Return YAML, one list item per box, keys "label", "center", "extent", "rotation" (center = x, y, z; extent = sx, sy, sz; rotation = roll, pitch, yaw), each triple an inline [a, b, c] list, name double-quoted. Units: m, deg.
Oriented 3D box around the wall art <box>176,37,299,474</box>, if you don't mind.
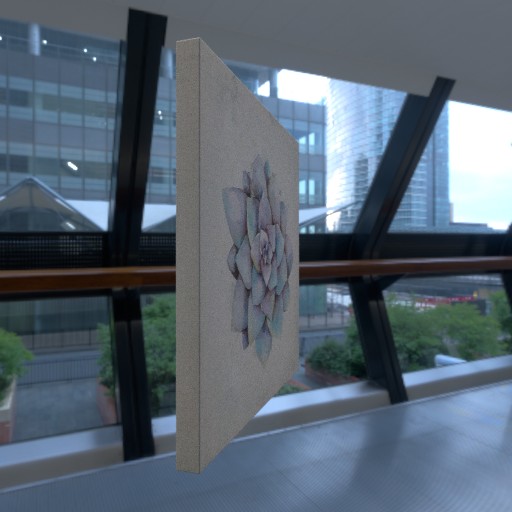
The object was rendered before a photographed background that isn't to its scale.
- label: "wall art"
  center: [0.000, 0.000, 0.915]
  extent: [0.040, 0.612, 0.612]
  rotation: [0, 0, 19]
